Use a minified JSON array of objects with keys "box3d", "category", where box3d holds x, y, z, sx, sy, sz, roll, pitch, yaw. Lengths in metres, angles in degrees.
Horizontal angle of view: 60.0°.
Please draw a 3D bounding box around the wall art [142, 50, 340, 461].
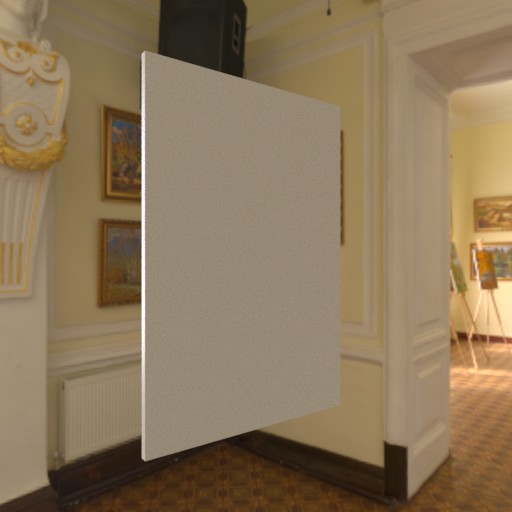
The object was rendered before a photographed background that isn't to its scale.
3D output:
[{"box3d":[0.000,0.000,0.612,0.325,0.474,0.010,0,0,-36],"category":"wall art"}]
